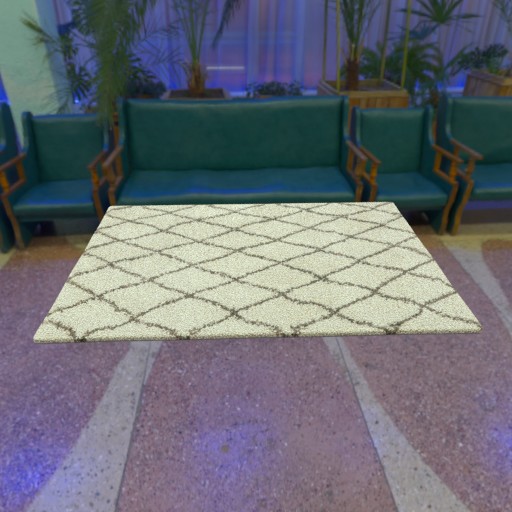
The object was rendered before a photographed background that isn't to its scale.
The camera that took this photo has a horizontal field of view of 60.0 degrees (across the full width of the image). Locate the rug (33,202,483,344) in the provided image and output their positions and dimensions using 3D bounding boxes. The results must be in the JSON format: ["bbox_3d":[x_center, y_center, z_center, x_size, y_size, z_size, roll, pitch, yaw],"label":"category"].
[{"bbox_3d":[0.000,0.000,2.262,1.778,0.030,1.219,-1,31,-2],"label":"rug"}]
